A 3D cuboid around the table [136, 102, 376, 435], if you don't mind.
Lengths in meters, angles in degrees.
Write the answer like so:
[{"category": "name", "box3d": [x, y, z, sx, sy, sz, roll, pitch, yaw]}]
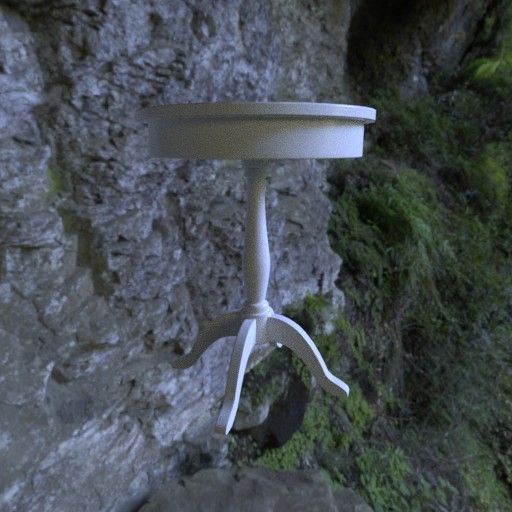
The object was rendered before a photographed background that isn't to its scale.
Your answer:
[{"category": "table", "box3d": [0.000, 0.000, 1.056, 0.513, 0.653, 0.513, 0, 14, 0]}]
